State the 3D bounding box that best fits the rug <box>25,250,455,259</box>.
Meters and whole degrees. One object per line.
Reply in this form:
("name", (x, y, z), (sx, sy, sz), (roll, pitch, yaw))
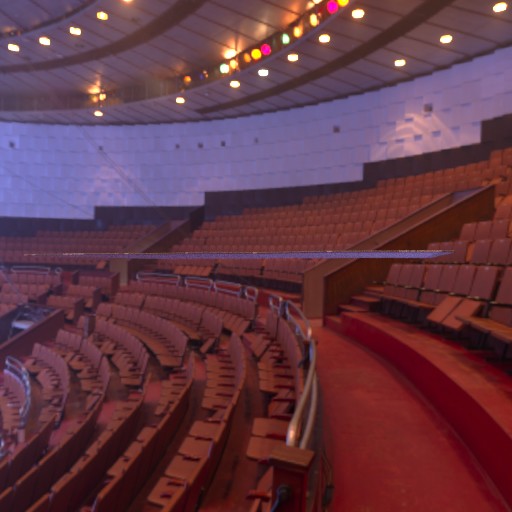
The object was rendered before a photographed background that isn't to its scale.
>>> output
("rug", (0.000, 0.000, 4.445), (3.419, 0.020, 2.441), (0, -1, 18))
